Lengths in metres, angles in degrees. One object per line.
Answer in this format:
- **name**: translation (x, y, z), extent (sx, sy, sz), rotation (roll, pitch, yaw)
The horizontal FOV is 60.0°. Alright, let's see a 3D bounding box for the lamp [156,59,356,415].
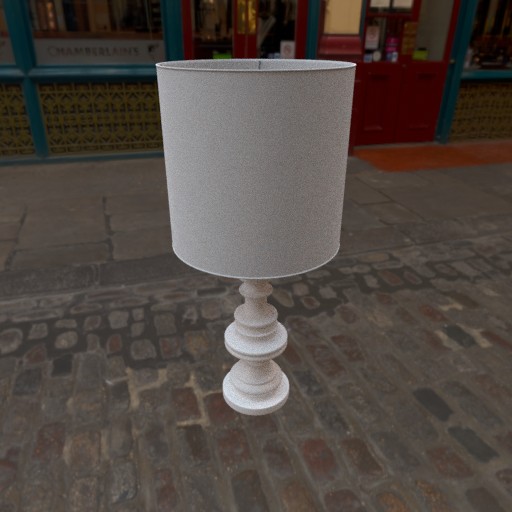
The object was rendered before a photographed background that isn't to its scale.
- **lamp**: translation (0.000, 0.000, 0.571), extent (0.208, 0.455, 0.208), rotation (-8, 27, -16)
